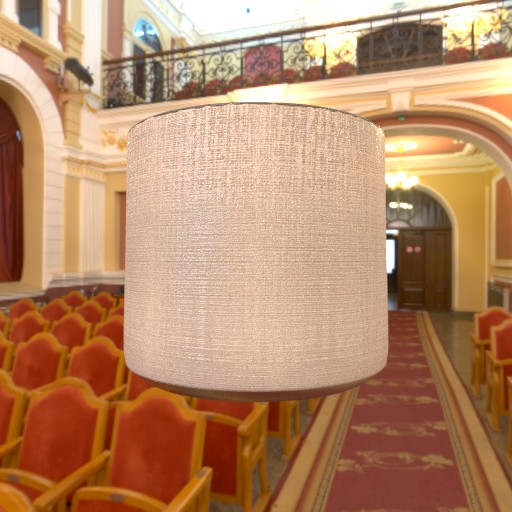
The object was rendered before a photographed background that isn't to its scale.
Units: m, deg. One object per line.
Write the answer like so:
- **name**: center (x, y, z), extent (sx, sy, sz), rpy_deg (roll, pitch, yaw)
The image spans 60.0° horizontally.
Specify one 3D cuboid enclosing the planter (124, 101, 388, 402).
- **planter**: center (0.000, 0.000, 0.220), extent (0.125, 0.112, 0.125), rpy_deg (0, 0, 0)
